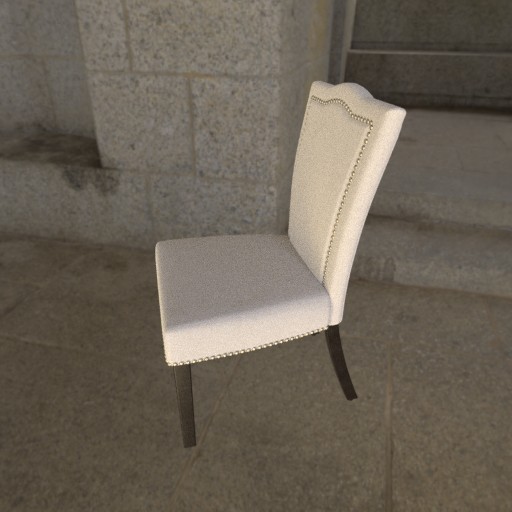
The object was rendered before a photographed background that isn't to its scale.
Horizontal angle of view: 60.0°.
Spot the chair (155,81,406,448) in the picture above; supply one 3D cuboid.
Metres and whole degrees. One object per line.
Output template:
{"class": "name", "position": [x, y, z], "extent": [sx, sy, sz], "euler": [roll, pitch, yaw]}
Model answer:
{"class": "chair", "position": [0.000, 0.000, 1.313], "extent": [0.589, 0.946, 0.518], "euler": [-7, 29, -12]}
